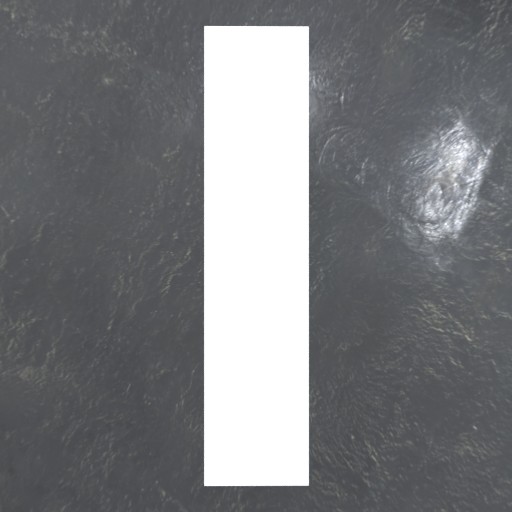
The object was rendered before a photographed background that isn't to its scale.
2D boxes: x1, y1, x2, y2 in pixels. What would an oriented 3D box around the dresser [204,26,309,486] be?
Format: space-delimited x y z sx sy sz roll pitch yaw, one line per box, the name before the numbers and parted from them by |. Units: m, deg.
dresser | 0.000 0.000 2.542 0.500 0.840 2.200 0 90 0
